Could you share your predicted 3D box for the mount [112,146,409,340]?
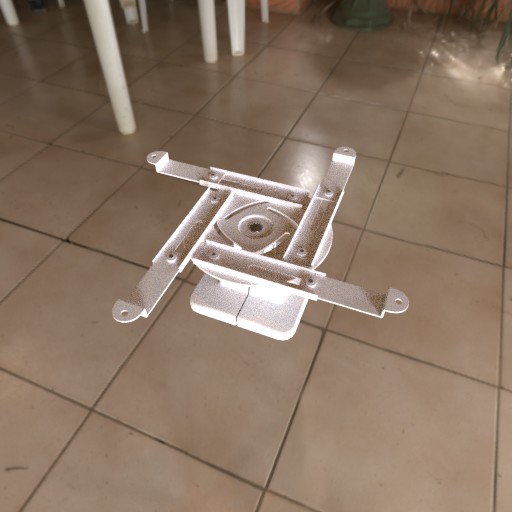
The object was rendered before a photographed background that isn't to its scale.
[{"bbox_3d":[0.000,0.000,0.602,0.394,0.141,0.394,16,48,15],"label":"mount"}]
